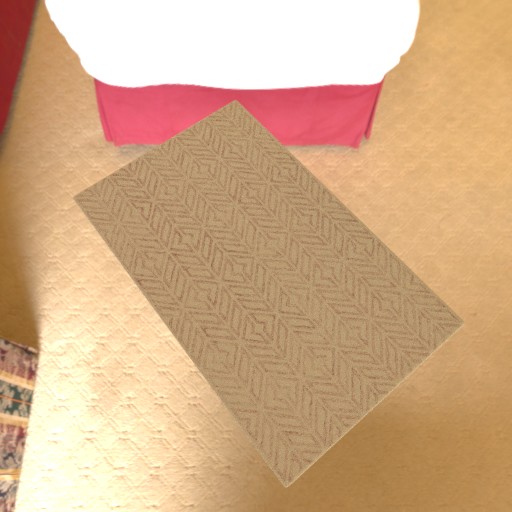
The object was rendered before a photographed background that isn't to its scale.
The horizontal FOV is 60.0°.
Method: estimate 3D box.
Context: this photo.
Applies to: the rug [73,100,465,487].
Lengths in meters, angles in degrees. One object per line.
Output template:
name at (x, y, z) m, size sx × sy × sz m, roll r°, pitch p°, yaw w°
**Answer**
rug at (0.000, 0.000, 3.066) m, size 1.523 × 0.008 × 2.438 m, roll -36°, pitch 70°, yaw -15°
